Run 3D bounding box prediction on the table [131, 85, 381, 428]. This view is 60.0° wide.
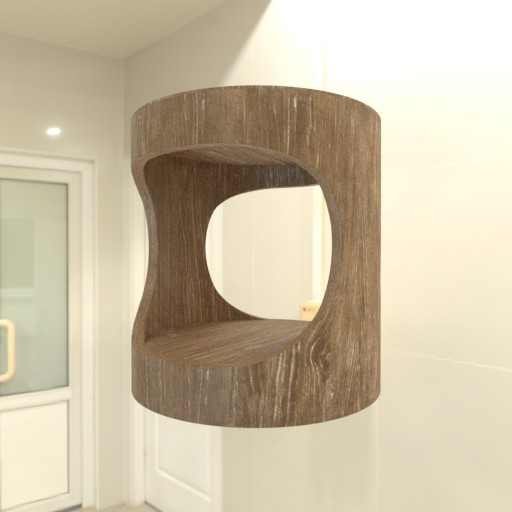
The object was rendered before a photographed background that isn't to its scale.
[{"bbox_3d":[0.000,0.000,0.972,0.527,0.551,0.527,0,1,0],"label":"table"}]
